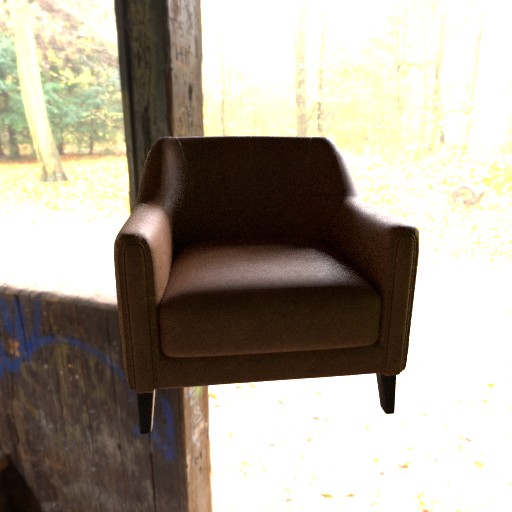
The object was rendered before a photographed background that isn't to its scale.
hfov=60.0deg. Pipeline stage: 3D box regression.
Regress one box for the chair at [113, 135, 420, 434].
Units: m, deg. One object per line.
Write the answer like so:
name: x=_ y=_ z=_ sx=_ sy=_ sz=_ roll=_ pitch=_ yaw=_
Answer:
chair: x=0.000 y=0.000 z=1.911 sx=1.037 sy=0.980 sz=1.034 roll=-2 pitch=17 yaw=-7
